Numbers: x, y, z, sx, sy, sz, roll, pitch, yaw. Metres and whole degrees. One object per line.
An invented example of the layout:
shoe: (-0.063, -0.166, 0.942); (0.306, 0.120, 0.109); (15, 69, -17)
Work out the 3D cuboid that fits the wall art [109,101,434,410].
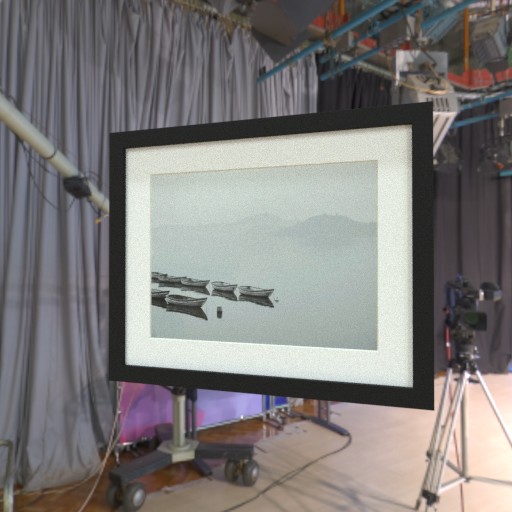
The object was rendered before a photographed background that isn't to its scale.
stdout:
wall art: (0.000, 0.000, 0.745); (0.554, 0.454, 0.030); (0, -1, 17)
